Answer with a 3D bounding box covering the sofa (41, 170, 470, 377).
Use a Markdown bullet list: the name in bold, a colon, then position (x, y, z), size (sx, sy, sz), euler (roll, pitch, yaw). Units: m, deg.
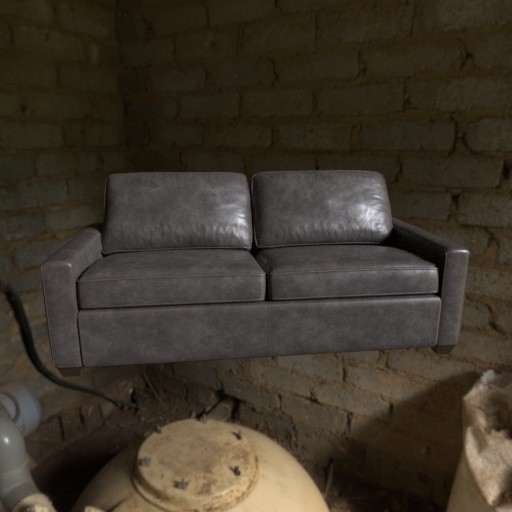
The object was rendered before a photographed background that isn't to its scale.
- **sofa**: position (0.000, 0.000, 2.560), size (2.081, 0.916, 0.939), euler (-2, 15, -7)
